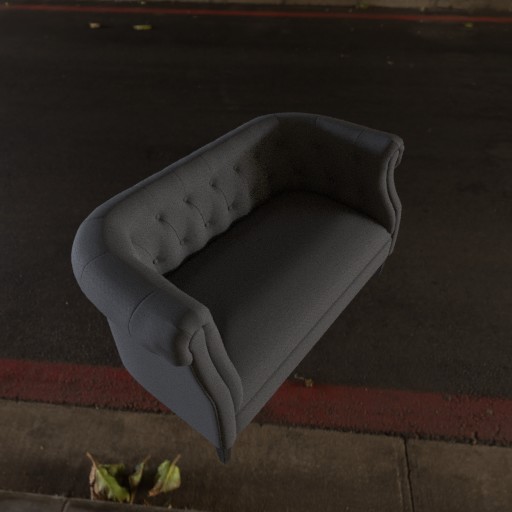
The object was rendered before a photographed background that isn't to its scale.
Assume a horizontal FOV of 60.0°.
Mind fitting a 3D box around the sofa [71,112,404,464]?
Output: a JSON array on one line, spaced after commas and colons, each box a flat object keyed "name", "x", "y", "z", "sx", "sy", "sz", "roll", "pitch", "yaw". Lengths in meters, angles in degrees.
[{"name": "sofa", "x": 0.000, "y": 0.000, "z": 2.052, "sx": 0.835, "sy": 0.827, "sz": 1.558, "roll": 27, "pitch": 49, "yaw": 27}]
